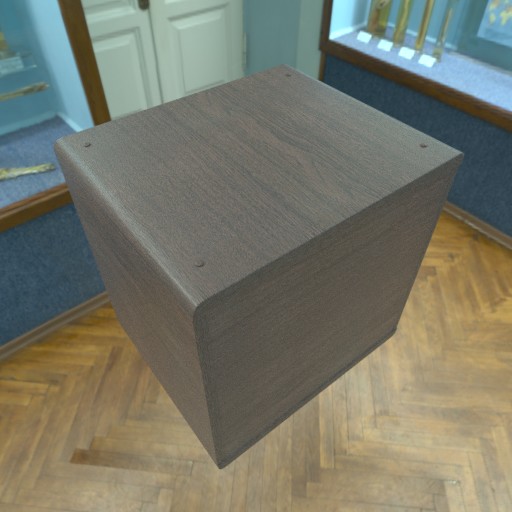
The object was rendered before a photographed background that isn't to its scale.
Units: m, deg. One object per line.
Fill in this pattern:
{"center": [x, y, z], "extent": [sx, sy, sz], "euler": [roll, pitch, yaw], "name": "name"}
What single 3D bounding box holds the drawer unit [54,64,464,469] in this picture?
{"center": [0.000, 0.000, 0.599], "extent": [0.344, 0.344, 0.290], "euler": [-29, 52, -25], "name": "drawer unit"}
